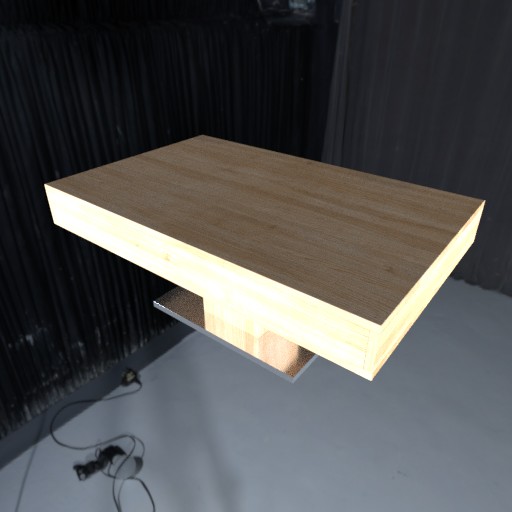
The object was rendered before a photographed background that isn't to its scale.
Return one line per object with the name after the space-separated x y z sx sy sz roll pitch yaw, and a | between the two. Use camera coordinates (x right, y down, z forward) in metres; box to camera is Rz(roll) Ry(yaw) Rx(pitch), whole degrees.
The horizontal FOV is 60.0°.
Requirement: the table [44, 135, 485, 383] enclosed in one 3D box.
0.000 0.000 1.418 1.100 0.440 0.700 22 37 32 | table
